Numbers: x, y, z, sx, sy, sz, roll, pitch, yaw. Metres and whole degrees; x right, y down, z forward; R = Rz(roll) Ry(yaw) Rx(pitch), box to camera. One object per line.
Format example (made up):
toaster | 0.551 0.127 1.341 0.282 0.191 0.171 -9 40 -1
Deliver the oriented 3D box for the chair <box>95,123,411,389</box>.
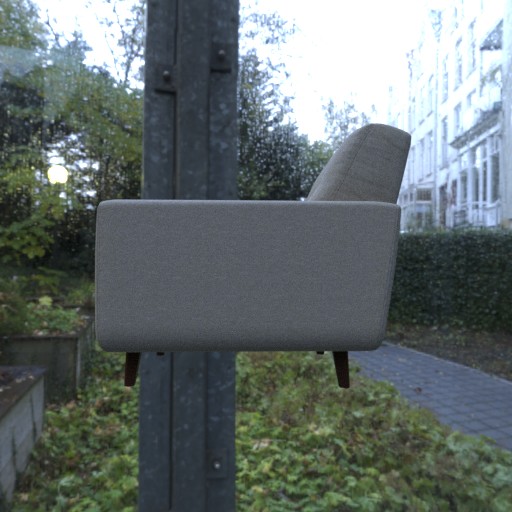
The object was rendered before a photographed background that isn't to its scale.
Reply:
chair | 0.000 0.000 1.903 1.128 0.965 0.897 0 -1 0
